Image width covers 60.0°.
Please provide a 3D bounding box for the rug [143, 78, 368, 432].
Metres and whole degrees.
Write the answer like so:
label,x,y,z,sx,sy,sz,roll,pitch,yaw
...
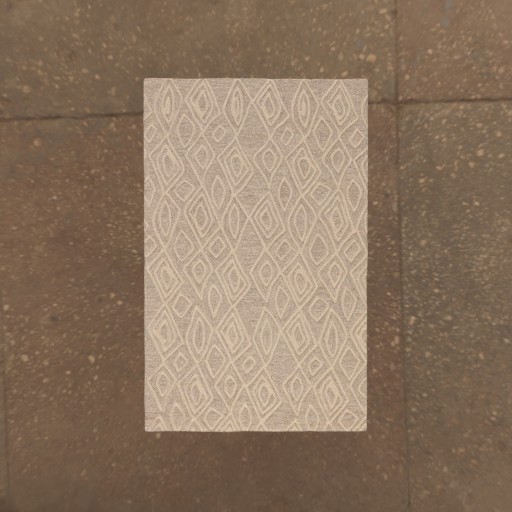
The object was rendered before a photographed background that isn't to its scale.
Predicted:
label,x,y,z,sx,sy,sz,roll,pitch,yaw
rug,0.000,0.000,3.060,1.546,0.010,2.442,0,91,0
